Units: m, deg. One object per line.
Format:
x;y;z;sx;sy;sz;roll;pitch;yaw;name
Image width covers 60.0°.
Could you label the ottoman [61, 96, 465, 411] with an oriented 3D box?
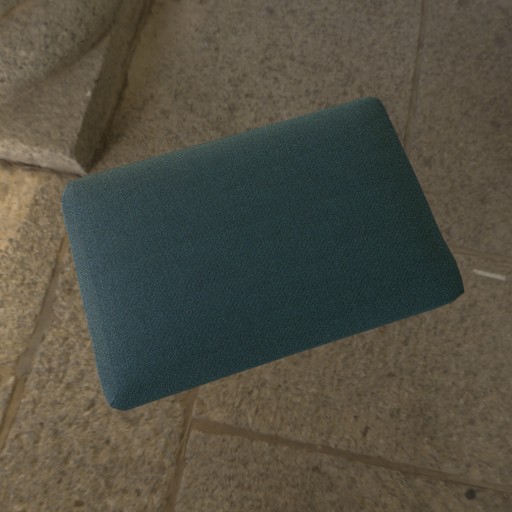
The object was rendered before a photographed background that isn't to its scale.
0.000;0.000;1.203;0.856;0.498;0.563;-17;76;-4;ottoman
